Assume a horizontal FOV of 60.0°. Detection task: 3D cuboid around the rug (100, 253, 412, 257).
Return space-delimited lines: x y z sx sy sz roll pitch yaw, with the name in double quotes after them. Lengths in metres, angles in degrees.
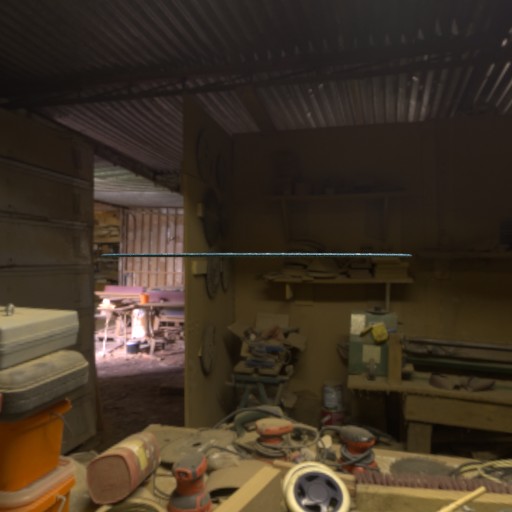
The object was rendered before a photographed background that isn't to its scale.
0.000 0.000 2.400 1.593 0.012 1.593 0 0 0 "rug"
